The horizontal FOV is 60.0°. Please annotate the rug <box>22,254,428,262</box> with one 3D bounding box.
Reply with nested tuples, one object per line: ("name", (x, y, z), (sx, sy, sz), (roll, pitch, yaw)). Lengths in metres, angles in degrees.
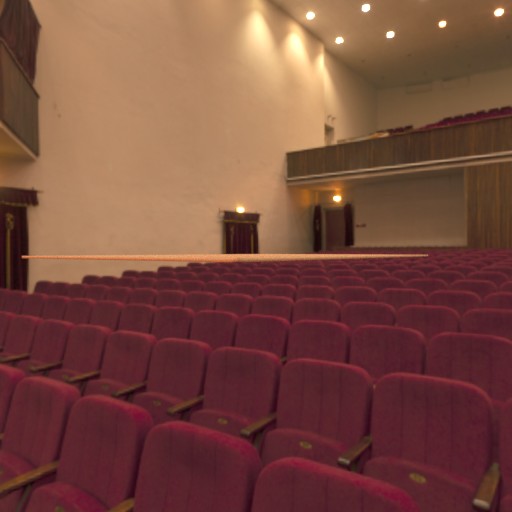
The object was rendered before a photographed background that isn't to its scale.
("rug", (0.000, 0.000, 2.857), (1.532, 0.017, 2.244), (0, 1, 37))
